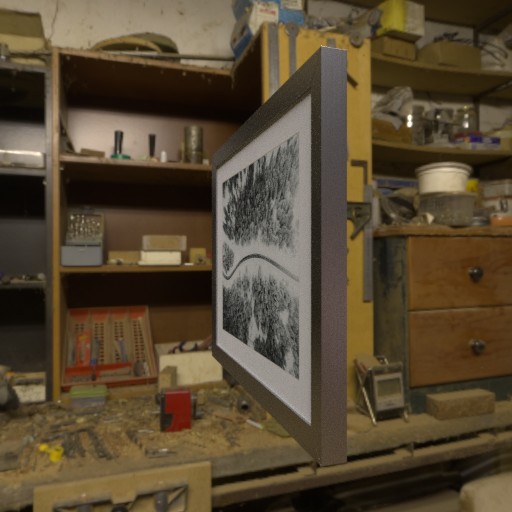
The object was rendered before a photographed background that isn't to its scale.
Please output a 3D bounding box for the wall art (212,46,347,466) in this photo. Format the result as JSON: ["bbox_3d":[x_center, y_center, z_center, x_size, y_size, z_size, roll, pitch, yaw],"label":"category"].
[{"bbox_3d":[0.000,0.000,0.750,0.032,0.456,0.557,0,0,-18],"label":"wall art"}]
